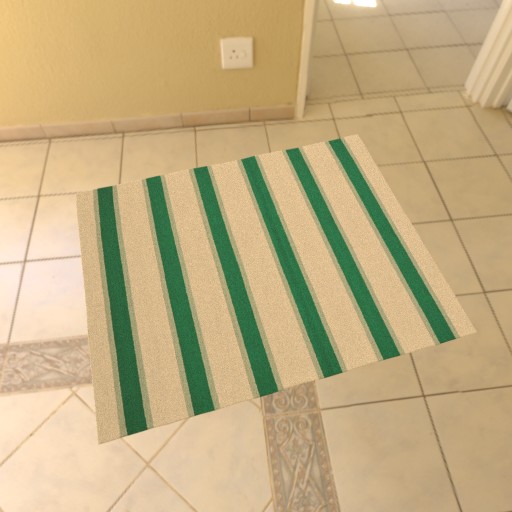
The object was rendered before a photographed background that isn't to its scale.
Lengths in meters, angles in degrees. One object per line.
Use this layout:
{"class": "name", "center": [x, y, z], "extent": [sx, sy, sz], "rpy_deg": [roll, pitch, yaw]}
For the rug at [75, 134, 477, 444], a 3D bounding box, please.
{"class": "rug", "center": [0.000, 0.000, 4.000], "extent": [3.041, 0.019, 2.434], "rpy_deg": [-14, 58, -9]}
